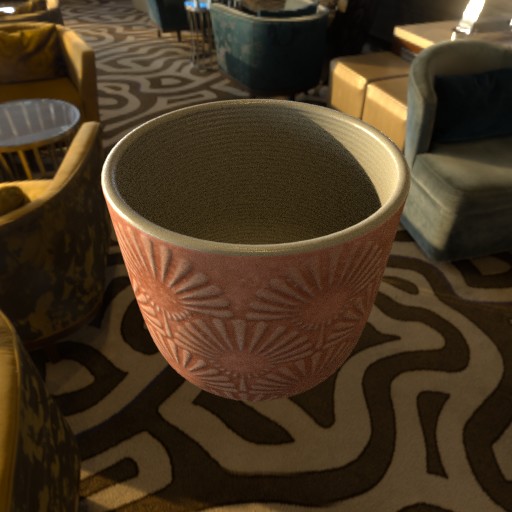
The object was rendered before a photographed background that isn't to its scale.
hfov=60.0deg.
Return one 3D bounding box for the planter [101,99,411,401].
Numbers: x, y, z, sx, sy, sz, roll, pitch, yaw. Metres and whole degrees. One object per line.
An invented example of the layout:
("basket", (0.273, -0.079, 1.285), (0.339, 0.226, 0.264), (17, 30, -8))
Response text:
("planter", (0.000, 0.000, 0.218), (0.124, 0.109, 0.124), (0, 41, 0))
